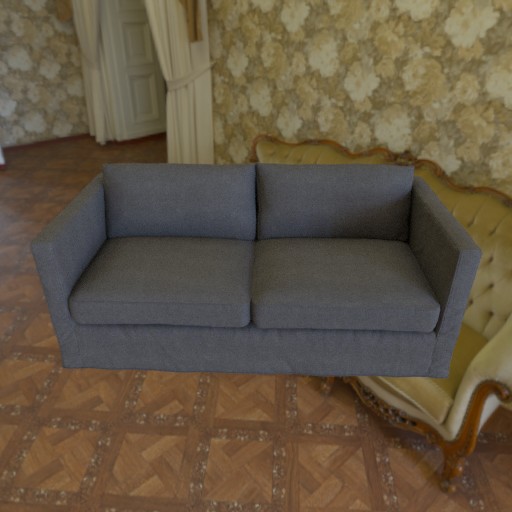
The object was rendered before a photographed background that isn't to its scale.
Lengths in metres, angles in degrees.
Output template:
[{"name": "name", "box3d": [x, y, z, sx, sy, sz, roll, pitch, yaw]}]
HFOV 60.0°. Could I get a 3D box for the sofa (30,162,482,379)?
[{"name": "sofa", "box3d": [0.000, 0.000, 2.416, 1.982, 0.855, 0.953, 1, 30, 2]}]
